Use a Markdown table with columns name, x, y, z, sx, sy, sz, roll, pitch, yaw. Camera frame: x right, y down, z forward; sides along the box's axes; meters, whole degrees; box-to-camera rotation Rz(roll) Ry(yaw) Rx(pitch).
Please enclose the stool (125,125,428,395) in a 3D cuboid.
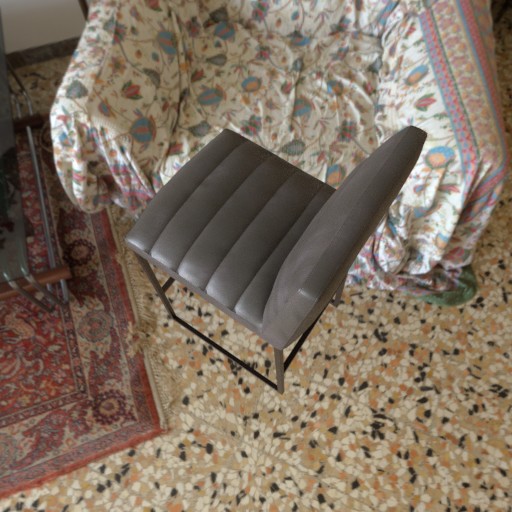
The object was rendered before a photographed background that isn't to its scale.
| name | x | y | z | sx | sy | sz | roll | pitch | yaw |
| --- | --- | --- | --- | --- | --- | --- | --- | --- | --- |
| stool | 0.000 | 0.000 | 1.342 | 0.562 | 1.065 | 0.463 | 32 | 69 | 14 |
